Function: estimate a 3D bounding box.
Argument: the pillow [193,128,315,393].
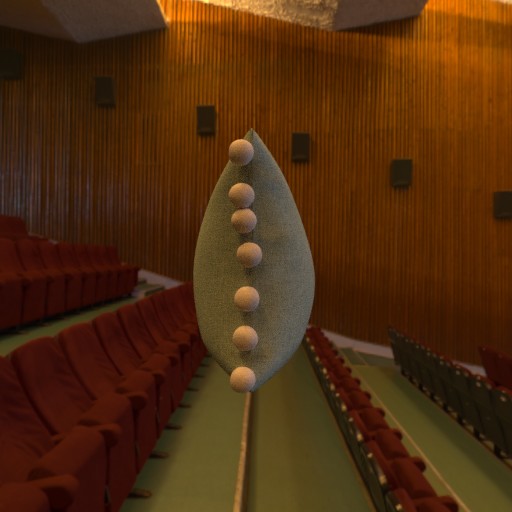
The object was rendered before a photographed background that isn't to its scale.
[{"bbox_3d":[0.000,0.000,0.830,0.201,0.322,0.709,0,0,0],"label":"pillow"}]
